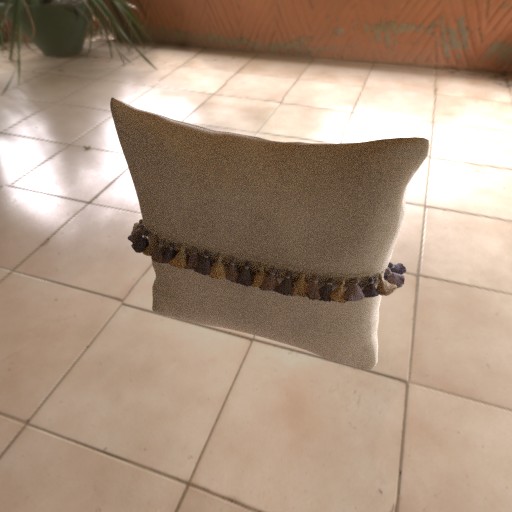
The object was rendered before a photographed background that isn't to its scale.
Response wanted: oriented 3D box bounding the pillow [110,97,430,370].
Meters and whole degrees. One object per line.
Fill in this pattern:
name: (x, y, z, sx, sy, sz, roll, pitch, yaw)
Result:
pillow: (0.000, 0.000, 0.758, 0.489, 0.481, 0.165, 12, 42, 14)
